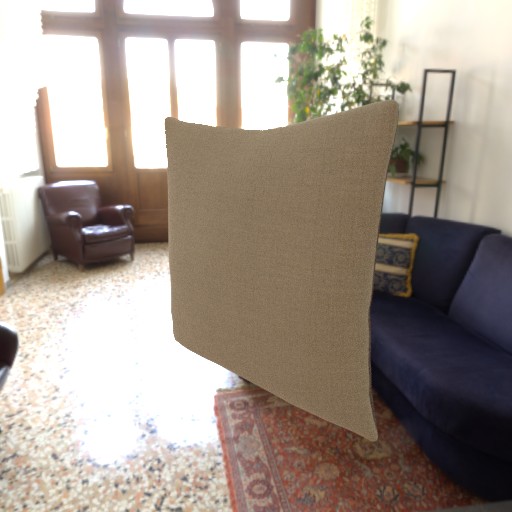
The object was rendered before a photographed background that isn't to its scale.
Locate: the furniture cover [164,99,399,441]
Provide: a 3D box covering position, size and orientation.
[{"bbox_3d":[0.000,0.000,0.662,0.435,0.420,0.145,14,21,42],"label":"furniture cover"}]
